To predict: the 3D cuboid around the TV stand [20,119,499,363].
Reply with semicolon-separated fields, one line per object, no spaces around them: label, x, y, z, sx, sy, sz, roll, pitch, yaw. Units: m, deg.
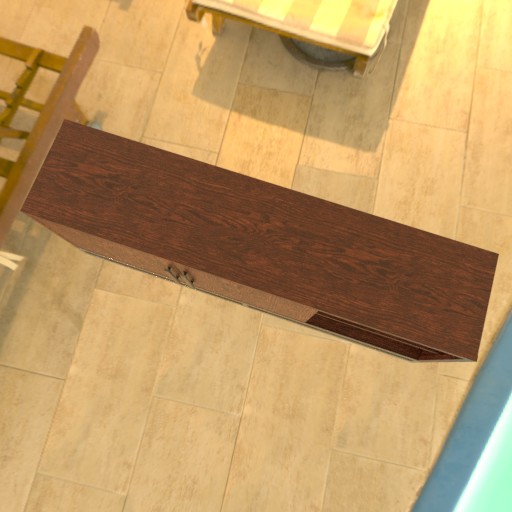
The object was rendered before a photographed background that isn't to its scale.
TV stand;0.000;0.000;1.734;1.541;0.578;0.382;18;77;4
